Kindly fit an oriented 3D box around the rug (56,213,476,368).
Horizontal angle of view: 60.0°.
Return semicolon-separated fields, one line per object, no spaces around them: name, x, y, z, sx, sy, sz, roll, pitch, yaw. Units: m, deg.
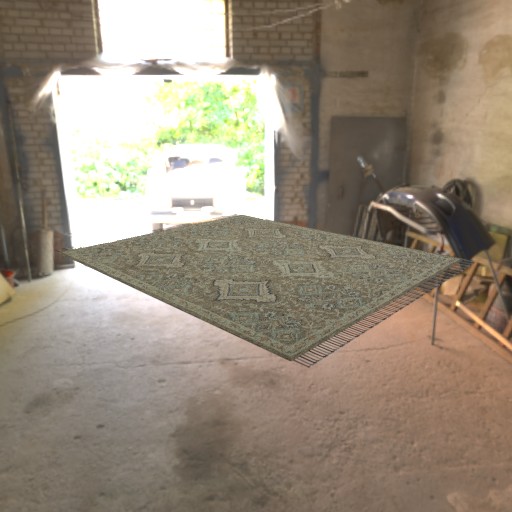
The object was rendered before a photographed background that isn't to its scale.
rug;0.000;0.000;4.085;3.056;0.010;2.437;16;23;41
